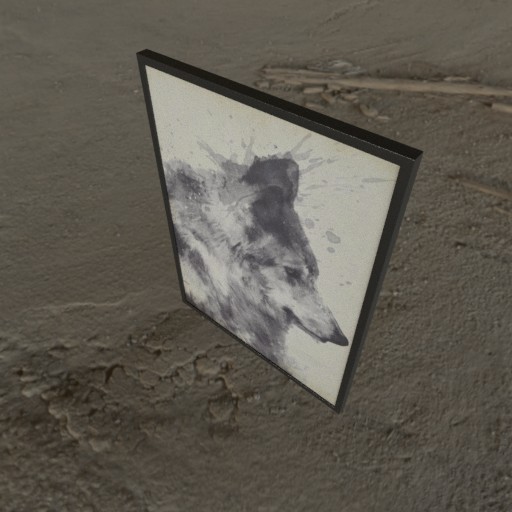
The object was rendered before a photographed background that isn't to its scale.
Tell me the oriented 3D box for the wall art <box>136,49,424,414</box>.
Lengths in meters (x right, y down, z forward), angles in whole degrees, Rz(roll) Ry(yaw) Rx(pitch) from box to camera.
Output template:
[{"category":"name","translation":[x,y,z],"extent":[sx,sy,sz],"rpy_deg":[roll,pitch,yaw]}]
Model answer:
[{"category":"wall art","translation":[0.000,0.000,1.396],"extent":[0.804,1.061,0.039],"rpy_deg":[31,53,27]}]
